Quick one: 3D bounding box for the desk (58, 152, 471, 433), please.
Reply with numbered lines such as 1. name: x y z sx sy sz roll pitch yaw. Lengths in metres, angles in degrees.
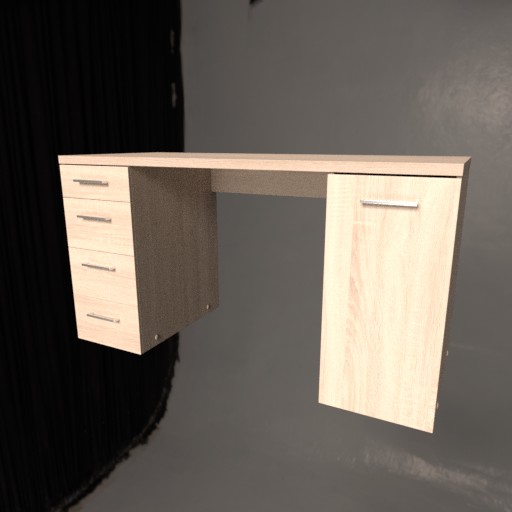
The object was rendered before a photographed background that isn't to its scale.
1. desk: 0.000 0.000 1.685 1.390 0.740 0.600 7 16 26
